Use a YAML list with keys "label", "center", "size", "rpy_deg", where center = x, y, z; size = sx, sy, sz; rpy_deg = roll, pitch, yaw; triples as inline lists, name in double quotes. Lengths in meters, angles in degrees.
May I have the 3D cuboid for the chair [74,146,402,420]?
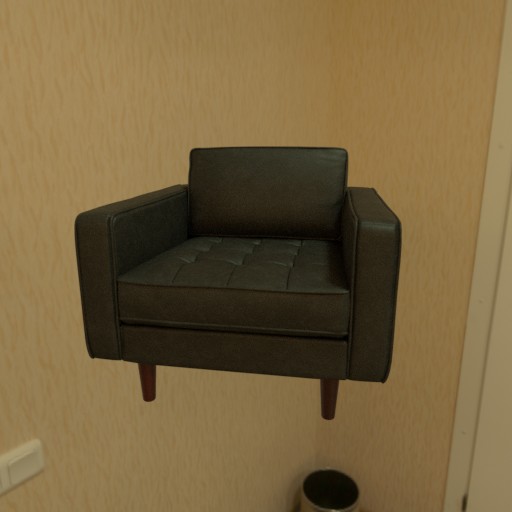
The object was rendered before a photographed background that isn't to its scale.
- label: "chair"
  center: [0.000, 0.000, 1.597]
  size: [0.889, 0.763, 0.914]
  rpy_deg: [2, 15, 9]
